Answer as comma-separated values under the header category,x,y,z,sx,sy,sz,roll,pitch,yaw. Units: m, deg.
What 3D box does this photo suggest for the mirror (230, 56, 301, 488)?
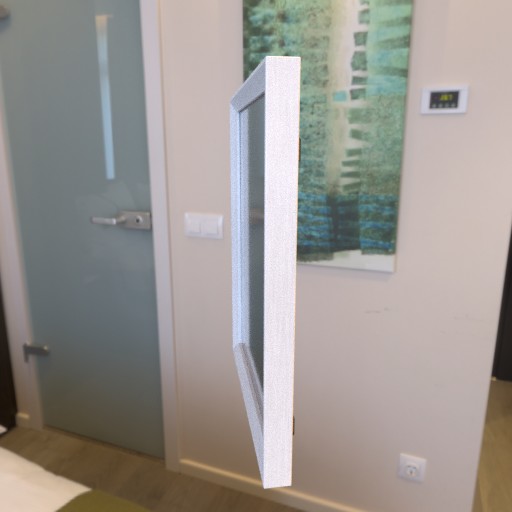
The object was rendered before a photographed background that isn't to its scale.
category,x,y,z,sx,sy,sz,roll,pitch,yaw
mirror,0.000,0.000,0.700,0.041,0.509,0.406,-2,14,-8
